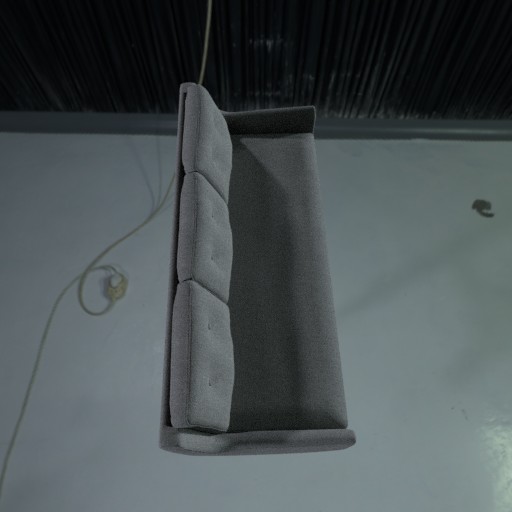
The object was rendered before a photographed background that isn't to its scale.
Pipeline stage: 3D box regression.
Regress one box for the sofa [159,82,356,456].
[{"bbox_3d":[0.000,0.000,2.524,0.849,0.837,2.060,-2,63,-1],"label":"sofa"}]
